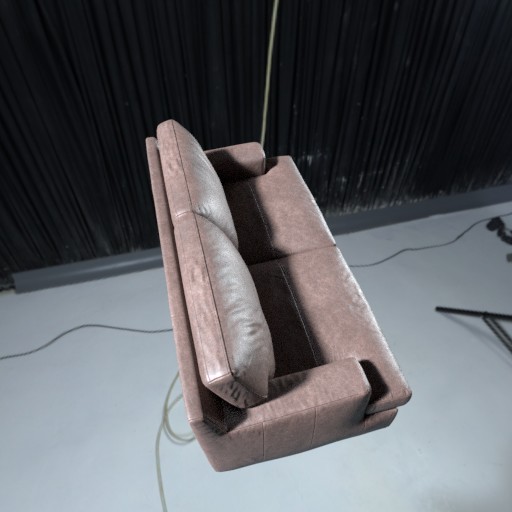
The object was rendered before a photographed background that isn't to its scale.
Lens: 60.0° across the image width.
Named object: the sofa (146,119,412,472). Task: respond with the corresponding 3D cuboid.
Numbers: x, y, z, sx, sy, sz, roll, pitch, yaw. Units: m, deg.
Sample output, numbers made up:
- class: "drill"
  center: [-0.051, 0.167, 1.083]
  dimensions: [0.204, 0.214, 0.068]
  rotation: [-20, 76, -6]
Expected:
- class: "sofa"
  center: [0.000, 0.000, 2.844]
  dimensions: [1.143, 0.941, 2.261]
  rotation: [-10, 48, -9]
